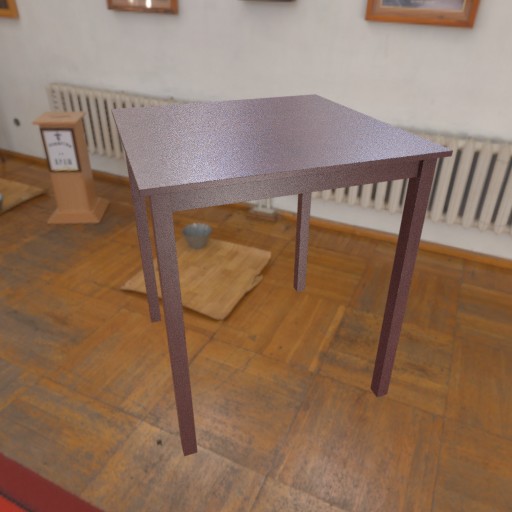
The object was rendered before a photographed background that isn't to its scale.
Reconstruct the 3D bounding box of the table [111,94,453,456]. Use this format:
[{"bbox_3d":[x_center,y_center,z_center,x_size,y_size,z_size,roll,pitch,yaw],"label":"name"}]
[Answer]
[{"bbox_3d":[0.000,0.000,1.713,0.861,0.991,0.861,-10,32,-17],"label":"table"}]
